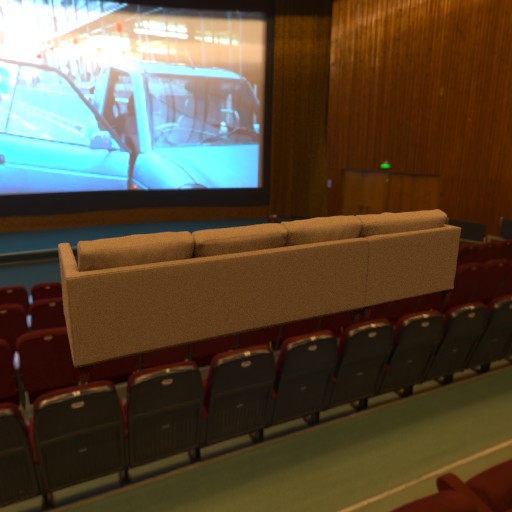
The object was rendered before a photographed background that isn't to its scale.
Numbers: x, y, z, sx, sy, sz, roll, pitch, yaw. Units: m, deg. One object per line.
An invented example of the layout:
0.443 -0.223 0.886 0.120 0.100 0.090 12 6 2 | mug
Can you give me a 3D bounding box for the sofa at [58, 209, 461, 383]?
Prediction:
0.000 0.000 3.915 3.186 0.846 1.625 -7 17 -25 | sofa
